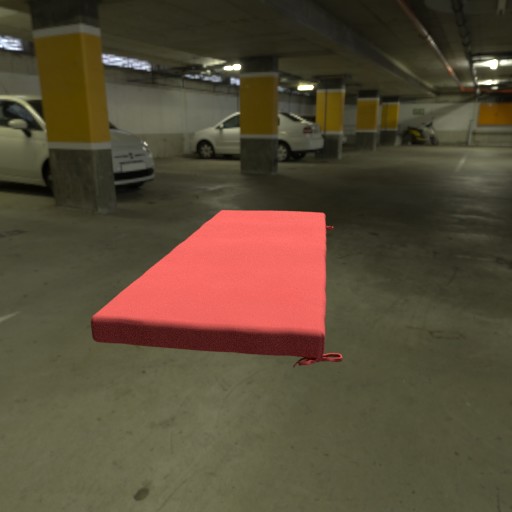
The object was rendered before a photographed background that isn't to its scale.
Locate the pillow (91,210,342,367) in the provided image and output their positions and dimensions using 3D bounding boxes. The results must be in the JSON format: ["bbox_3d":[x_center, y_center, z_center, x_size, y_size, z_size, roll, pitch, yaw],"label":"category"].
[{"bbox_3d":[0.000,0.000,1.371,0.492,0.081,1.187,2,17,8],"label":"pillow"}]
